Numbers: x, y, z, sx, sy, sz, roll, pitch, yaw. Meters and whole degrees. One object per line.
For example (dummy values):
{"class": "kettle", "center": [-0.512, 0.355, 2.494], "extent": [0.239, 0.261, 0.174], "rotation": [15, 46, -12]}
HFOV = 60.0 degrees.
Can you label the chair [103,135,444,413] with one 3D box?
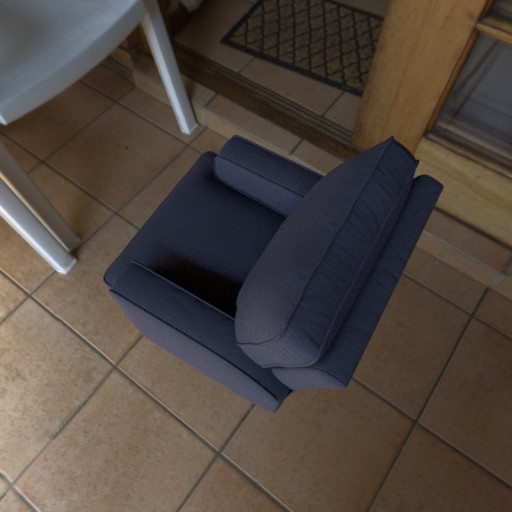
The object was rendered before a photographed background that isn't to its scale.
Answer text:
{"class": "chair", "center": [0.000, 0.000, 1.692], "extent": [0.964, 0.962, 0.861], "rotation": [28, 66, 13]}
